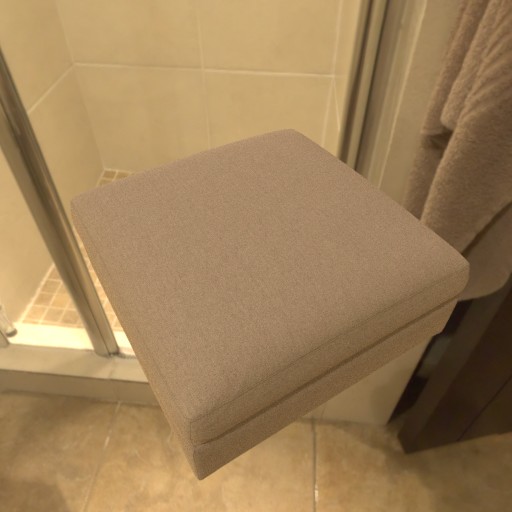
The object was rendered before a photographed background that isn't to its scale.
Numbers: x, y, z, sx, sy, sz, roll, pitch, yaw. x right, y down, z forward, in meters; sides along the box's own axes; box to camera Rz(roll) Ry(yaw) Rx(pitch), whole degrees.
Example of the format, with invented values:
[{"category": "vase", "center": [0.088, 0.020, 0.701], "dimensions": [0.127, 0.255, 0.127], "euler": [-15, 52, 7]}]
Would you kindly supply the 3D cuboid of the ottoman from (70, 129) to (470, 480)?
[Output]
[{"category": "ottoman", "center": [0.000, 0.000, 1.613], "dimensions": [1.041, 0.470, 1.041], "euler": [-24, 50, -22]}]
